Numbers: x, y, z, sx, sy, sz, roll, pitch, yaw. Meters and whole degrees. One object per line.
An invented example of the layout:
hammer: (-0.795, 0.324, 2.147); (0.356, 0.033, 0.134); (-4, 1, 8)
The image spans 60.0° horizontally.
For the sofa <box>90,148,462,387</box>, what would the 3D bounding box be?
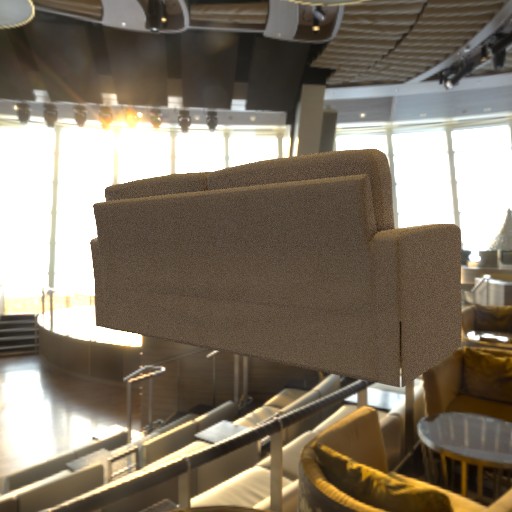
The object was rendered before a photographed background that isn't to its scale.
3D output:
sofa: (0.000, 0.000, 2.298); (1.808, 0.831, 0.894); (1, 2, 38)
